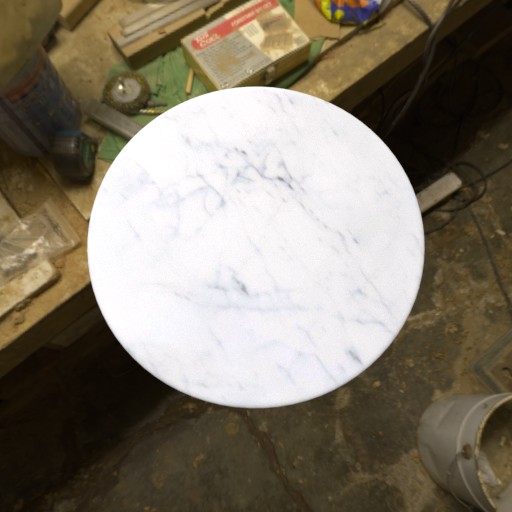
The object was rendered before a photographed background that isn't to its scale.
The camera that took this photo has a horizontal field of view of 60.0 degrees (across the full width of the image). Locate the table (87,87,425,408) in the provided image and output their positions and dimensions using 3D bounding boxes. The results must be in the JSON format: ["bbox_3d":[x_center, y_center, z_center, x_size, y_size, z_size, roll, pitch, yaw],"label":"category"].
[{"bbox_3d":[0.000,0.000,1.268,0.800,0.450,0.800,0,75,0],"label":"table"}]
